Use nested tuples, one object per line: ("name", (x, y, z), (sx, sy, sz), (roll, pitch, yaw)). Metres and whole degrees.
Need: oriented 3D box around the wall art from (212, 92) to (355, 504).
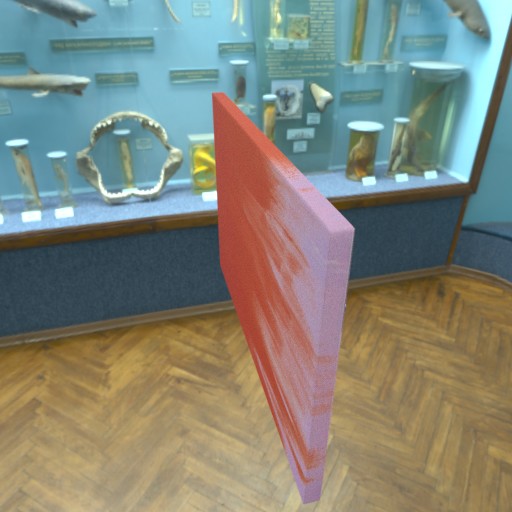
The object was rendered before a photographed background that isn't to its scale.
("wall art", (0.000, 0.000, 1.098), (0.040, 0.609, 0.913), (-7, 32, -12))
